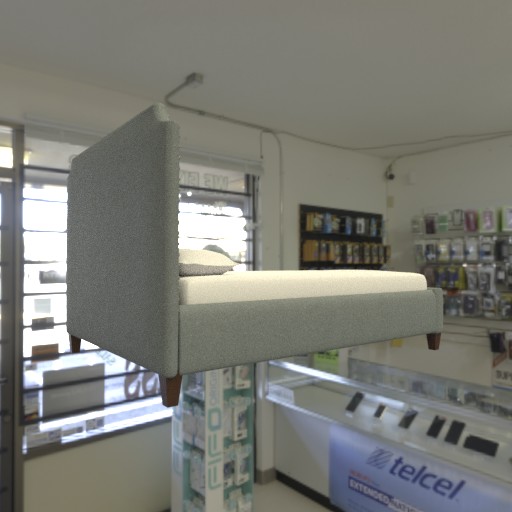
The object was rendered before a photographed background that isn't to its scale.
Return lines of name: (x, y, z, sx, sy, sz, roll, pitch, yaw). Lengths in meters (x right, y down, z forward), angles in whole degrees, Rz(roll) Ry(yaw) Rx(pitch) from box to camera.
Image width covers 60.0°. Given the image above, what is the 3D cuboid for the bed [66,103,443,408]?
bed: (0.000, 0.000, 3.374, 2.372, 1.443, 1.712, 1, -1, -37)
